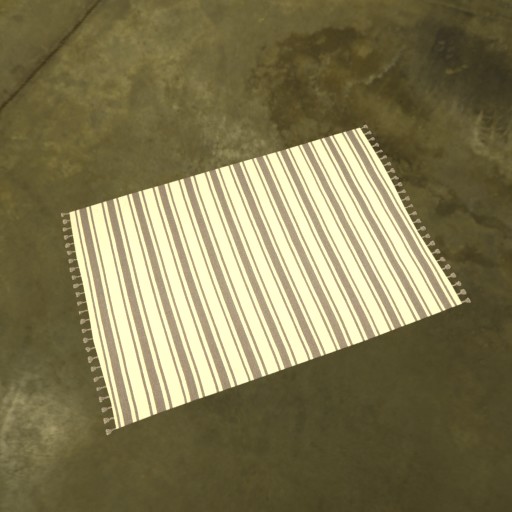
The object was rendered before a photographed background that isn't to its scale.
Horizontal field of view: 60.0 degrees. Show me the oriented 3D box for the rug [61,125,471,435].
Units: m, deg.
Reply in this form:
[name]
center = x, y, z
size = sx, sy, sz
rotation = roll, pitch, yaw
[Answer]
[rug]
center = 0.000, 0.000, 3.018
size = 2.425, 0.014, 1.563
rotation = -18, 67, -8
